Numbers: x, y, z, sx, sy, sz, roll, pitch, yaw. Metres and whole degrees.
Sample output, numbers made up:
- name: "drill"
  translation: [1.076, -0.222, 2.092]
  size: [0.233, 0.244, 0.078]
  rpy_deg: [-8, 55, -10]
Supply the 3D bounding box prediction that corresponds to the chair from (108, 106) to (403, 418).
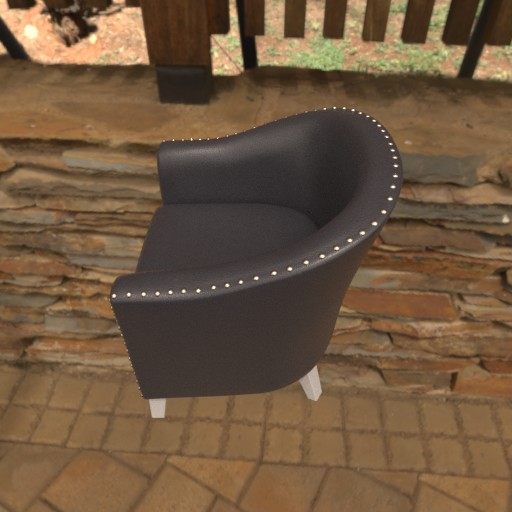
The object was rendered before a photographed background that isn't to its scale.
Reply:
- name: "chair"
  translation: [0.000, 0.000, 1.446]
  size: [0.748, 0.823, 0.794]
  rpy_deg: [0, 41, 0]
